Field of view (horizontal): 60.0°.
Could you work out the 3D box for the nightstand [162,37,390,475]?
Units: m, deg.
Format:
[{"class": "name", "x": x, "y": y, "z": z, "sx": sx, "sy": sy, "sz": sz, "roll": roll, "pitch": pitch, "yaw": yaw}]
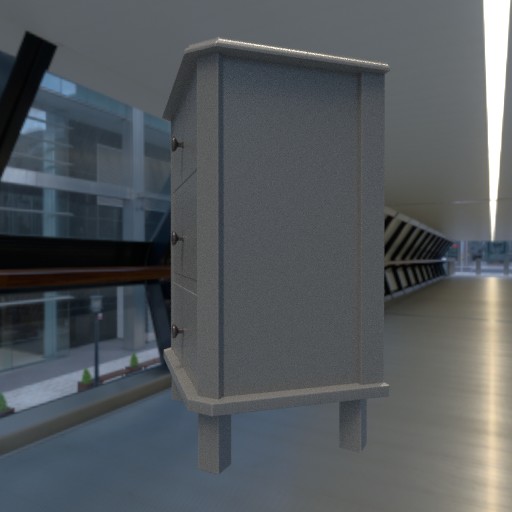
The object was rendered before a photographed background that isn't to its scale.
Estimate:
[{"class": "nightstand", "x": 0.000, "y": 0.000, "z": 0.921, "sx": 0.348, "sy": 0.680, "sz": 0.435, "roll": 0, "pitch": 1, "yaw": -18}]
